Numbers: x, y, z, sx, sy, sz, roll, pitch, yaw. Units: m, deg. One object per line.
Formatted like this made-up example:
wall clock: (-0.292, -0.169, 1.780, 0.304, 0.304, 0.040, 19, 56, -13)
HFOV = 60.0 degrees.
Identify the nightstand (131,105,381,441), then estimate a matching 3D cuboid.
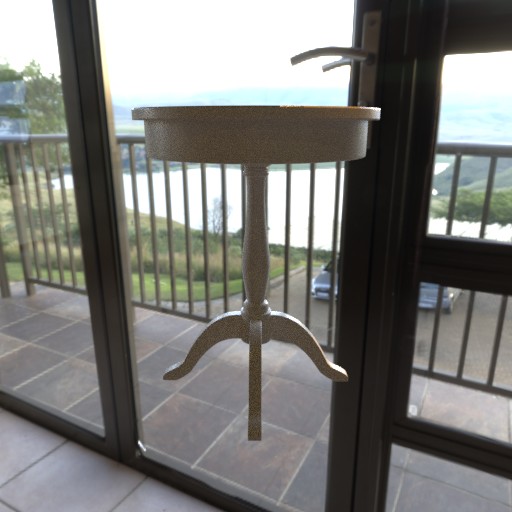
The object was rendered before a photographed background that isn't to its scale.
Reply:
nightstand: (0.000, 0.000, 1.037, 0.513, 0.653, 0.513, 3, 17, 9)
